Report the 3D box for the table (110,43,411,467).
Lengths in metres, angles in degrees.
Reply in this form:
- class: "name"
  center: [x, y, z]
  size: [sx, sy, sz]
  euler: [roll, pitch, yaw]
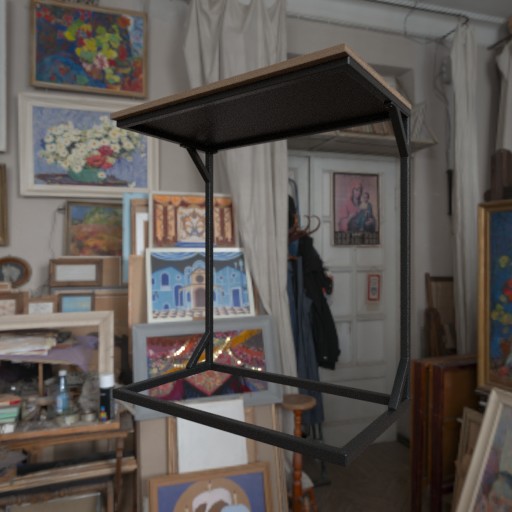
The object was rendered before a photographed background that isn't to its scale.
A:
- class: "table"
  center: [0.000, 0.000, 1.015]
  size: [0.597, 0.673, 0.351]
  euler: [0, 0, 36]
